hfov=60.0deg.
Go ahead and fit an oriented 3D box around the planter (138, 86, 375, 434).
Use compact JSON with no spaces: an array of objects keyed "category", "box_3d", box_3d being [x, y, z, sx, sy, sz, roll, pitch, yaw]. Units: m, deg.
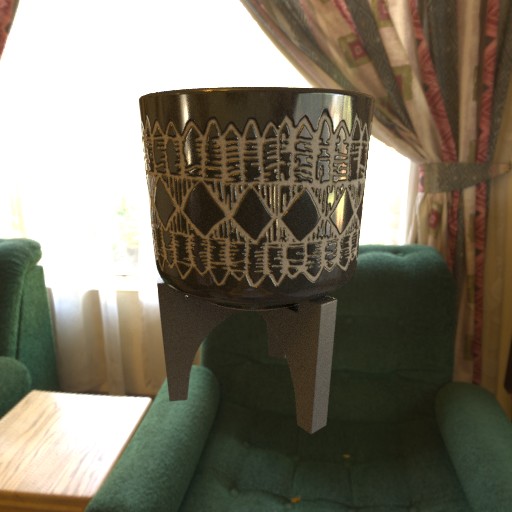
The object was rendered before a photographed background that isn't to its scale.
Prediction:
[{"category":"planter","box_3d":[0.000,0.000,0.528,0.251,0.355,0.251,-2,15,-9]}]
